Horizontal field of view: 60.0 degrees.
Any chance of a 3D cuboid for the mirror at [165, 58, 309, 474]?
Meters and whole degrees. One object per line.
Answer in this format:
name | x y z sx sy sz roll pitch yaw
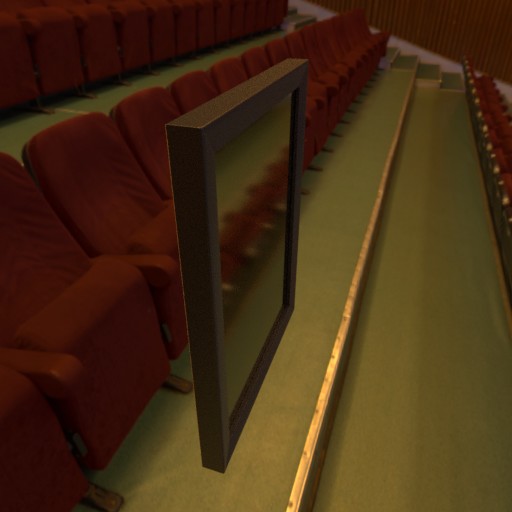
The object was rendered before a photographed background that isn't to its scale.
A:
mirror | 0.000 0.000 0.684 0.041 0.508 0.405 10 33 16
